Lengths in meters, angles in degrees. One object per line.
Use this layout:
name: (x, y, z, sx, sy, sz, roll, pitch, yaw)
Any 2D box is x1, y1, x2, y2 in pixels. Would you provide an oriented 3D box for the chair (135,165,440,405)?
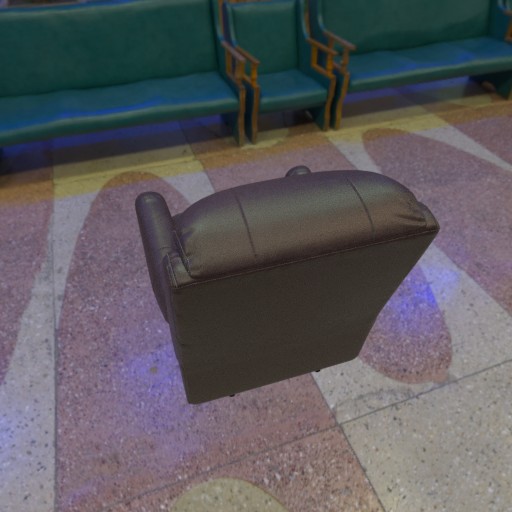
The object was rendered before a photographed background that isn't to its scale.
chair: (0.000, 0.000, 1.756, 0.838, 1.054, 1.014, -12, 44, -13)
